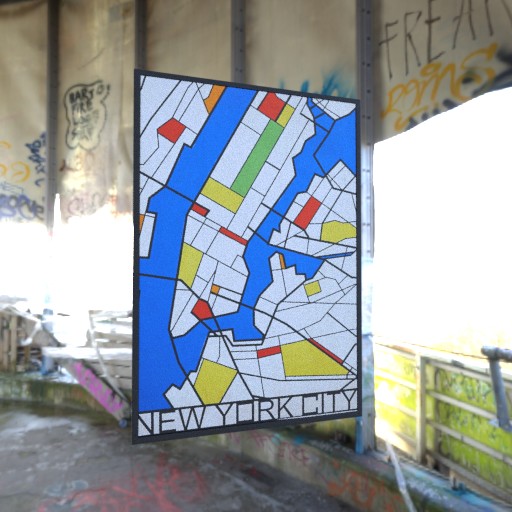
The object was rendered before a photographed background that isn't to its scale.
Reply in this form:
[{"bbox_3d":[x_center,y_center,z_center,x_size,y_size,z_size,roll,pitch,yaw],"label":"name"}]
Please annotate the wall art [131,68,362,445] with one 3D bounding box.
[{"bbox_3d":[0.000,0.000,0.857,0.460,0.660,0.013,0,-1,-19],"label":"wall art"}]
